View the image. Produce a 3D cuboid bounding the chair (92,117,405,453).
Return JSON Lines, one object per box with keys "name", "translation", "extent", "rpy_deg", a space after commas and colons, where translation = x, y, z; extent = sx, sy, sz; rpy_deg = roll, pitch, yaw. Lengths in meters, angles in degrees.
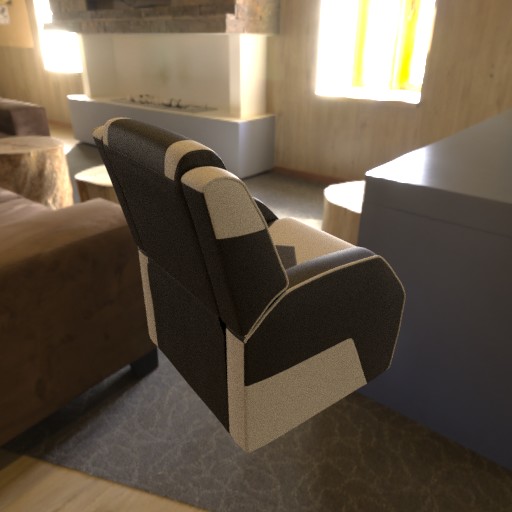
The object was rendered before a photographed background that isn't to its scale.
{"name": "chair", "translation": [0.000, 0.000, 1.310], "extent": [0.672, 0.805, 0.620], "rpy_deg": [-18, 32, -32]}
